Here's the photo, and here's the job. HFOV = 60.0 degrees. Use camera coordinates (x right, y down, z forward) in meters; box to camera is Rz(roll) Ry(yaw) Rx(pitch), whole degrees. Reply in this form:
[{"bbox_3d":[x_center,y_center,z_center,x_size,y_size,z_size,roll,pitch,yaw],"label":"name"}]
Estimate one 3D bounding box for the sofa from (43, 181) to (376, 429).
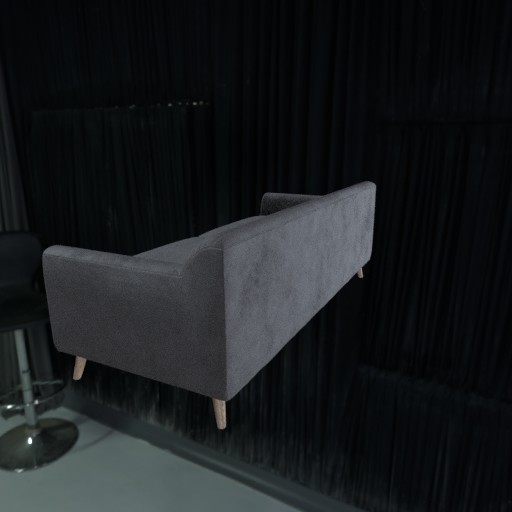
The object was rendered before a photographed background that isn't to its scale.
[{"bbox_3d":[0.000,0.000,2.624,0.900,0.740,2.190,8,17,26],"label":"sofa"}]
